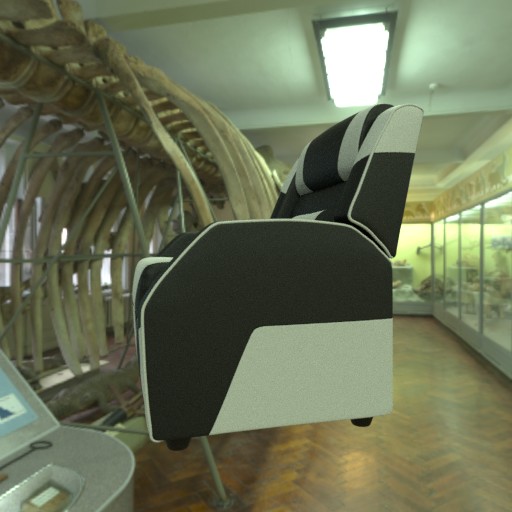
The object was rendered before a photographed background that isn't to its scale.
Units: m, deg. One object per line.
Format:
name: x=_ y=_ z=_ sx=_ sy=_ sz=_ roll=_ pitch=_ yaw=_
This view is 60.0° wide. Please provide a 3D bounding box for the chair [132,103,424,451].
chair: x=0.000 y=0.000 z=1.259 sx=0.672 sy=0.805 sz=0.620 roll=0 pitch=0 yaw=-17
